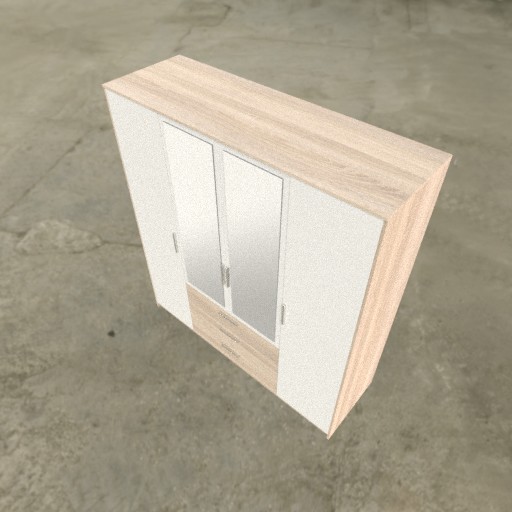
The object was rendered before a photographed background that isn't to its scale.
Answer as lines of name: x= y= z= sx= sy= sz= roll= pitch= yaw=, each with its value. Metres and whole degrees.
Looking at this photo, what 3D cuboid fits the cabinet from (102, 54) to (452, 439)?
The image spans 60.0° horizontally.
cabinet: x=0.000 y=0.000 z=3.043 sx=1.870 sy=2.060 sz=0.620 roll=31 pitch=53 yaw=28
